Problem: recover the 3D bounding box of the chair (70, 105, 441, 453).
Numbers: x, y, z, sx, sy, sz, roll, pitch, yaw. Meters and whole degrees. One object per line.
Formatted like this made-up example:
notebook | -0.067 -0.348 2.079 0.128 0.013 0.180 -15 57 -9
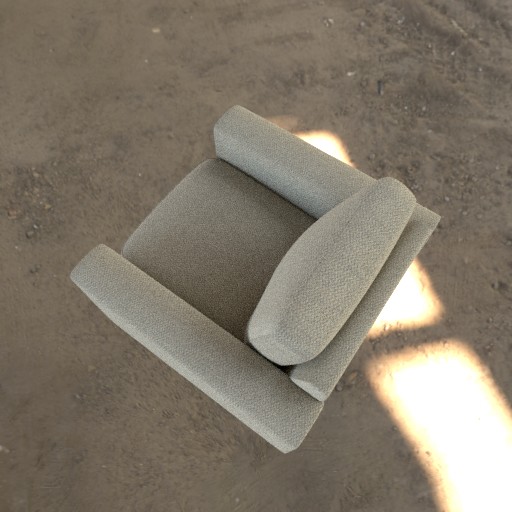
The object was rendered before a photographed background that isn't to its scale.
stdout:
chair | 0.000 0.000 1.734 1.016 0.873 1.005 33 69 14
